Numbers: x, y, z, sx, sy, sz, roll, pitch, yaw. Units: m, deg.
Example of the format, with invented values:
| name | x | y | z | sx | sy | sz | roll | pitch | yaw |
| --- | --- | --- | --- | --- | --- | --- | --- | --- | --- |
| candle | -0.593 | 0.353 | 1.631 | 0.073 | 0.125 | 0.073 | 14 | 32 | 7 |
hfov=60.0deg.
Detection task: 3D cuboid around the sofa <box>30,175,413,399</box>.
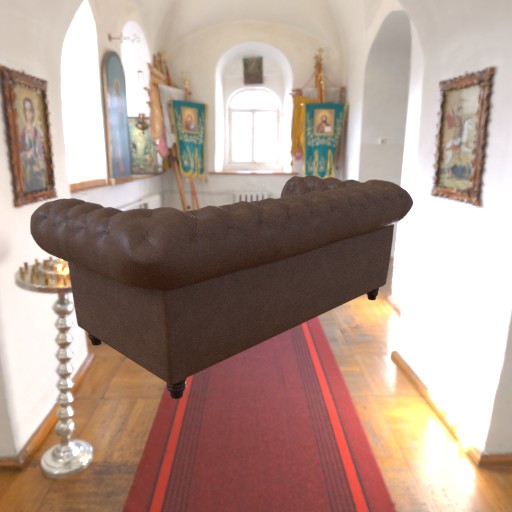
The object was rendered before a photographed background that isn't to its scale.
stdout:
| name | x | y | z | sx | sy | sz | roll | pitch | yaw |
| --- | --- | --- | --- | --- | --- | --- | --- | --- | --- |
| sofa | 0.000 | 0.000 | 2.482 | 0.955 | 0.784 | 2.048 | 14 | 21 | 42 |
